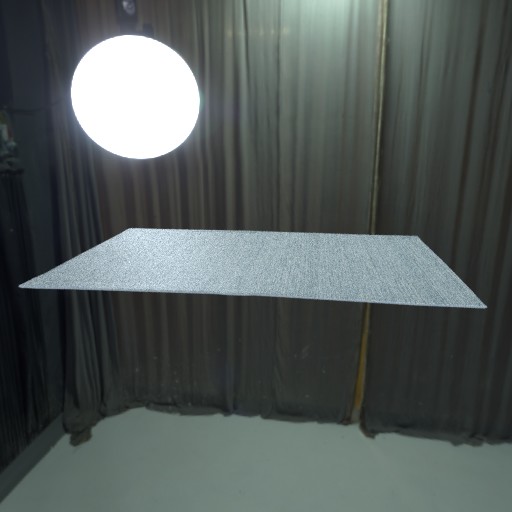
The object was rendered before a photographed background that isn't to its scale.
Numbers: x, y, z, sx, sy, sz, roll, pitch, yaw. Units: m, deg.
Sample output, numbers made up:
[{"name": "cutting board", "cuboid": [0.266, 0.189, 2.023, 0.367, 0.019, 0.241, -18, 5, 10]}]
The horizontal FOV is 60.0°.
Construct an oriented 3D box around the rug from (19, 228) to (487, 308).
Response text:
[{"name": "rug", "cuboid": [0.000, 0.000, 2.280, 1.853, 0.022, 1.174, 2, 15, 7]}]
